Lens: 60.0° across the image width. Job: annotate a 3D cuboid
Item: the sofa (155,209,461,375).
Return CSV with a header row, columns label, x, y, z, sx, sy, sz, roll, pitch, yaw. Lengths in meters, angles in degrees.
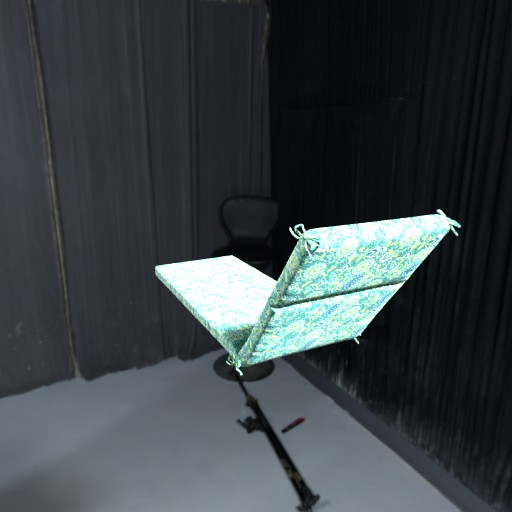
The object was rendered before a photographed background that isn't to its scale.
label,x,y,z,sx,sy,sz,roll,pitch,yaw
sofa,0.000,0.000,1.994,0.582,0.622,1.663,-8,18,-26
